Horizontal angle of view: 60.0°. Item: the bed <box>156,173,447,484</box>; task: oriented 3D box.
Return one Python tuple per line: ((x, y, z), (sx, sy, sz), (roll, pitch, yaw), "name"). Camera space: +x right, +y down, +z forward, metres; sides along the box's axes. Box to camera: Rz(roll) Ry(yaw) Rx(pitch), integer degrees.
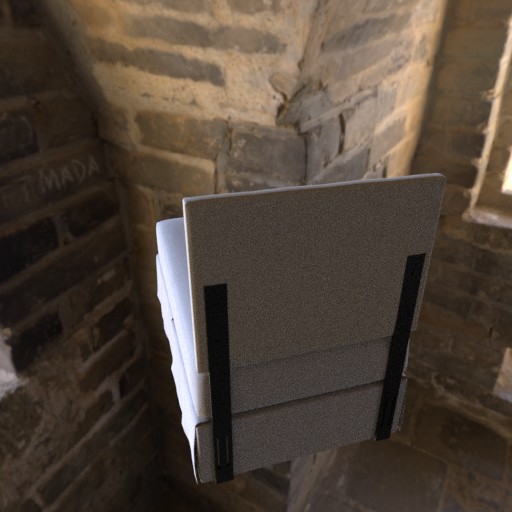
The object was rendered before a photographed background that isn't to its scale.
((0.000, 0.000, 2.941), (1.261, 1.571, 1.997), (-8, 28, -15), "bed")
